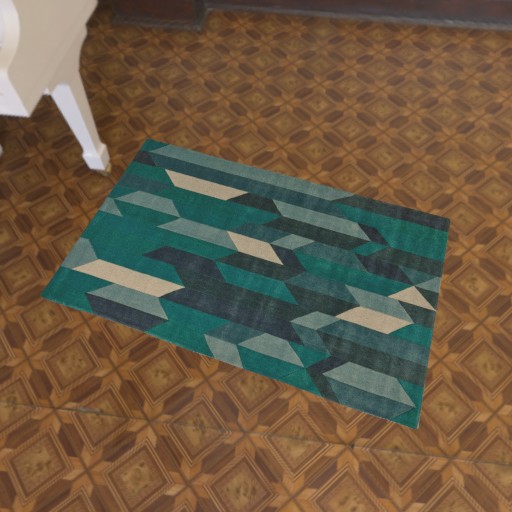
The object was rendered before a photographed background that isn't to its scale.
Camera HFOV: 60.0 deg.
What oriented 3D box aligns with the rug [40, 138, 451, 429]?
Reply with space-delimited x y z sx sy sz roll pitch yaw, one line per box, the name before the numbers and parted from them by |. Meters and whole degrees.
rug | 0.000 0.000 3.016 2.420 0.005 1.528 17 60 10
